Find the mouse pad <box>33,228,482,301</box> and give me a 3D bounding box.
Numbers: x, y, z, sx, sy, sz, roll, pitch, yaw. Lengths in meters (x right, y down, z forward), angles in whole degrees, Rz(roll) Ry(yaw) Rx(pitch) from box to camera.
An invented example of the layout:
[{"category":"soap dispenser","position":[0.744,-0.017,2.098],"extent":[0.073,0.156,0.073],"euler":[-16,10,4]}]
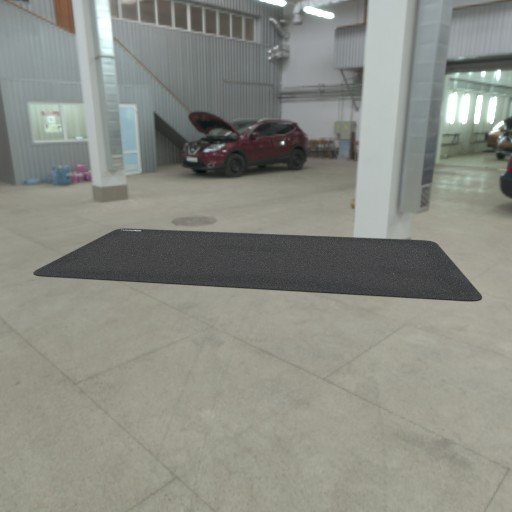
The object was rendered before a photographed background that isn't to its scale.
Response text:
[{"category":"mouse pad","position":[0.000,0.000,1.062],"extent":[0.907,0.003,0.424],"euler":[3,17,9]}]
